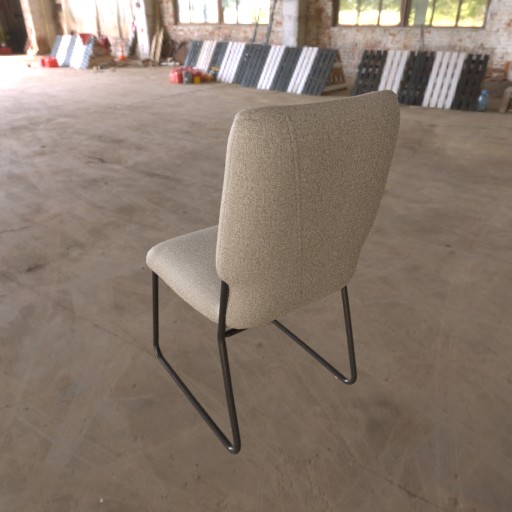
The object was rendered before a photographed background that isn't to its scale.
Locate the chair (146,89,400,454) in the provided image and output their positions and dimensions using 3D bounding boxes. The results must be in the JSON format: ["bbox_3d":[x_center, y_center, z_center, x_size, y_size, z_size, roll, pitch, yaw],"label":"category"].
[{"bbox_3d":[0.000,0.000,1.181,0.448,0.864,0.560,-19,34,-30],"label":"chair"}]
